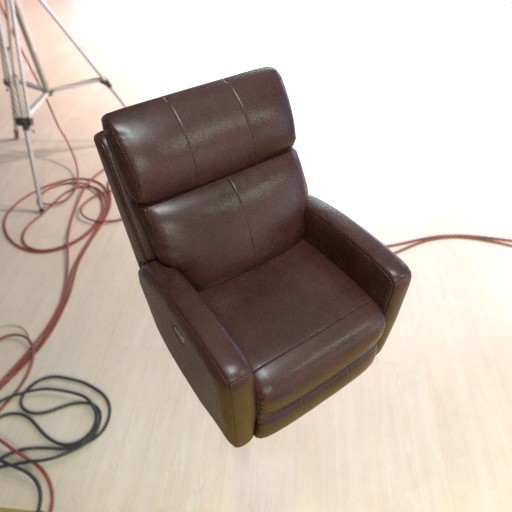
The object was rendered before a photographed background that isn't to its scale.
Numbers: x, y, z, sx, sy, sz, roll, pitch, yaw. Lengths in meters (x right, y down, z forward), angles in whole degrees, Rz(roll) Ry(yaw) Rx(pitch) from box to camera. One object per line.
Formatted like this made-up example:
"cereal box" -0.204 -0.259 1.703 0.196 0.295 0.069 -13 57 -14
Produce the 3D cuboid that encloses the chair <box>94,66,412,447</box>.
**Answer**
"chair" 0.000 0.000 1.668 0.787 1.016 0.939 -26 52 -23
